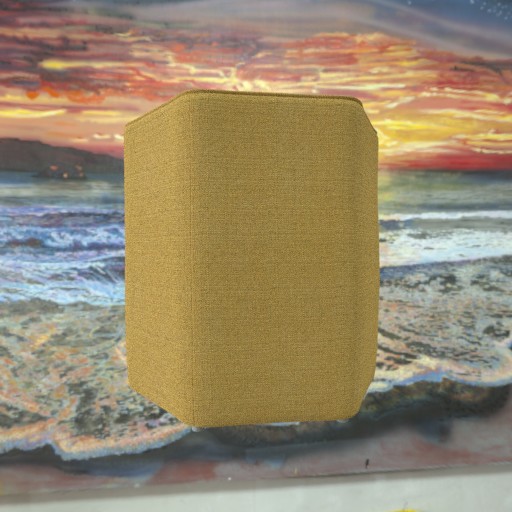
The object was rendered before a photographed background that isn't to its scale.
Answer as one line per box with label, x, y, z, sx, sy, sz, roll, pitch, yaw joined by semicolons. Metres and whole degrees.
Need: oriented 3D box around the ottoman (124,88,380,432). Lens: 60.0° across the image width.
ottoman;0.000;0.000;0.856;0.443;0.502;0.494;-1;2;-38
